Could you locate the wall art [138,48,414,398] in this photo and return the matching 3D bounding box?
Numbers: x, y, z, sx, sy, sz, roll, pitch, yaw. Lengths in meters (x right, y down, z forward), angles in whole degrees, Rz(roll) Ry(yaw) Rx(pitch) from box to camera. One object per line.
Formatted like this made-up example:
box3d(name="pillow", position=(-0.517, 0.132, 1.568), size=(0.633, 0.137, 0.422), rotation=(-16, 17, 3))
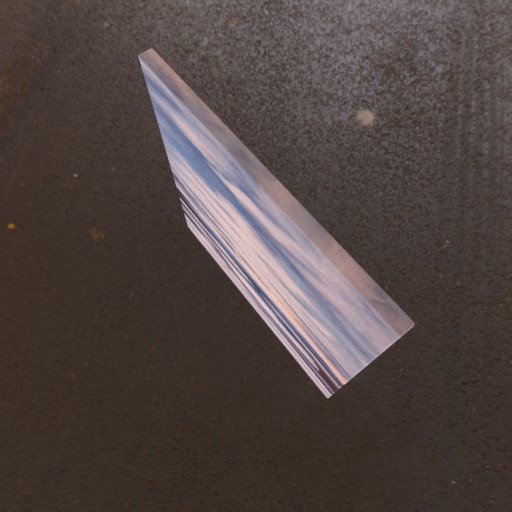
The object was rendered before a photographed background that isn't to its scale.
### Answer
box3d(name="wall art", position=(0.000, 0.000, 1.130), size=(0.035, 0.747, 0.747), rotation=(-35, 70, -15))
